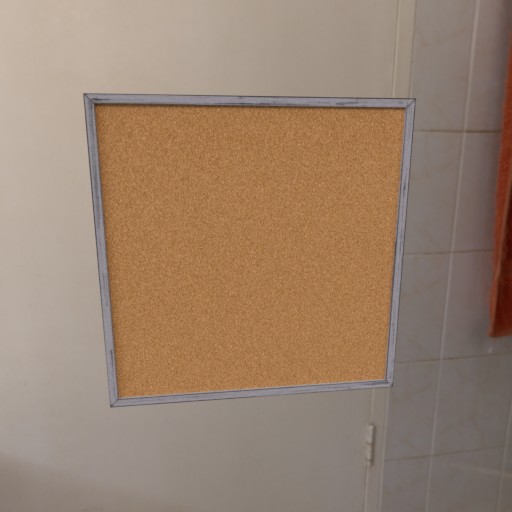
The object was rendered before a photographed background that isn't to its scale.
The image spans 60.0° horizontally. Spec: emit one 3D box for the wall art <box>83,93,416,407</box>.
[{"bbox_3d":[0.000,0.000,0.746,0.506,0.506,0.038,-2,14,-7],"label":"wall art"}]
